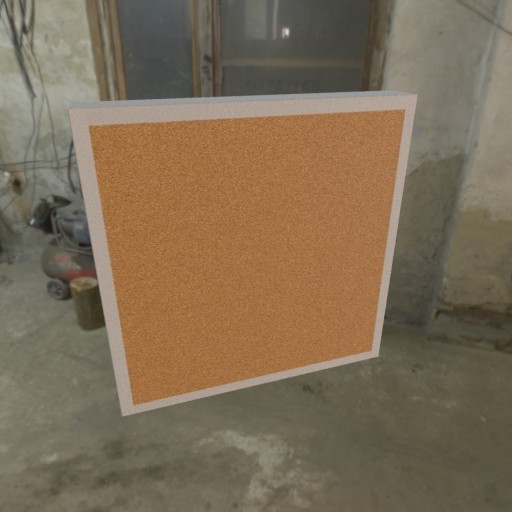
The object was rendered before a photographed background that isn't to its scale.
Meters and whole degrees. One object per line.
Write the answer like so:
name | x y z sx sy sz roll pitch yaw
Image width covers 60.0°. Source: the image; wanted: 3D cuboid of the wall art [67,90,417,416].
wall art | 0.000 0.000 0.451 0.305 0.305 0.038 -8 27 -17
